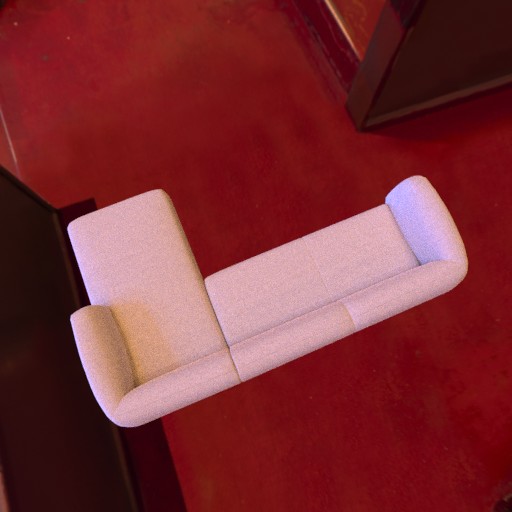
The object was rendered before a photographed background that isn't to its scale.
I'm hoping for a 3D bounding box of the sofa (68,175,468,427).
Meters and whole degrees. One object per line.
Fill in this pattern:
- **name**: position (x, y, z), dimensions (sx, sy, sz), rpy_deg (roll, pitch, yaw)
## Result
- **sofa**: position (0.000, 0.000, 3.332), dimensions (2.660, 0.730, 1.610), rpy_deg (-22, 76, -6)
